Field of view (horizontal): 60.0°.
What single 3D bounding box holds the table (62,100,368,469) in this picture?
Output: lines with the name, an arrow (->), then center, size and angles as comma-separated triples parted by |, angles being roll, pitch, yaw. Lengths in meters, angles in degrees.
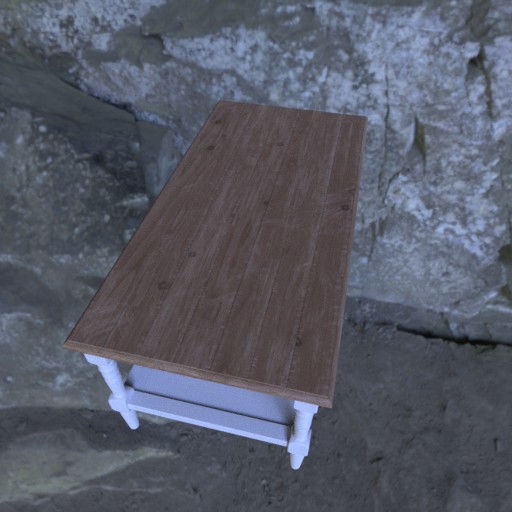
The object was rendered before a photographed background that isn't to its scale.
table -> 0.000, 0.000, 1.405 | 0.559, 0.458, 1.118 | 10, 46, 9
